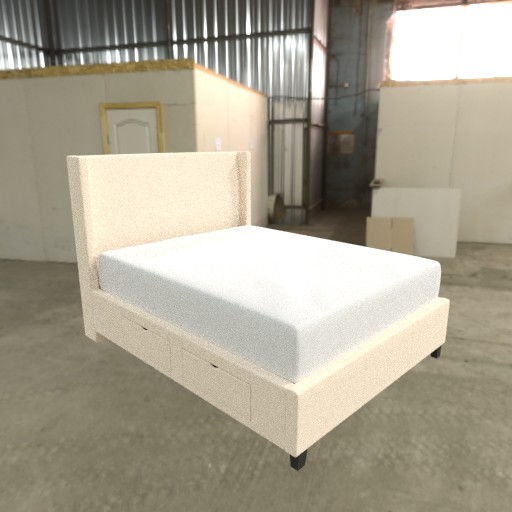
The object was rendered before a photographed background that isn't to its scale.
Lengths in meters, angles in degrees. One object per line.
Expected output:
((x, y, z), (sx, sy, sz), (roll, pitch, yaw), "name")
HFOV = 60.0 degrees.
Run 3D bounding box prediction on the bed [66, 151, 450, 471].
((0.000, 0.000, 3.348), (2.280, 1.471, 1.765), (14, 20, 43), "bed")
